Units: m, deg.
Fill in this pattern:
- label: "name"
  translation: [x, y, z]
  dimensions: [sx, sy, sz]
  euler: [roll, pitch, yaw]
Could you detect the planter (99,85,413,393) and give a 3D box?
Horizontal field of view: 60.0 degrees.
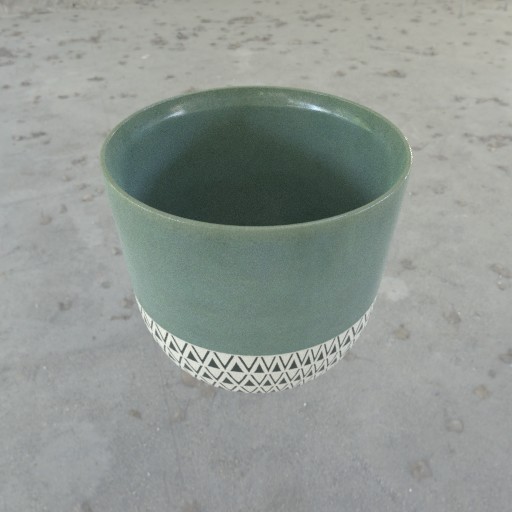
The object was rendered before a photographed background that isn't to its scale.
- label: "planter"
  translation: [0.000, 0.000, 0.475]
  dimensions: [0.266, 0.270, 0.266]
  euler: [0, 40, 0]
